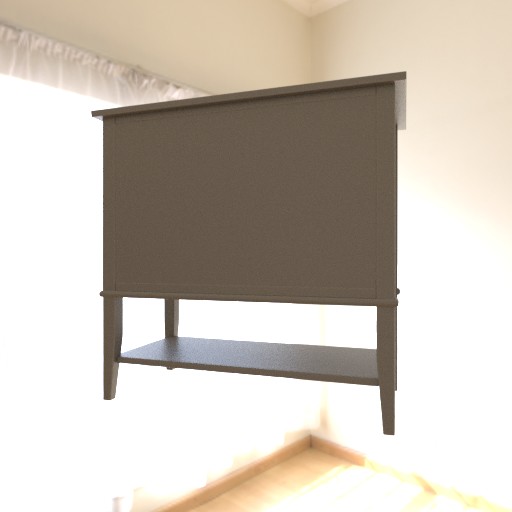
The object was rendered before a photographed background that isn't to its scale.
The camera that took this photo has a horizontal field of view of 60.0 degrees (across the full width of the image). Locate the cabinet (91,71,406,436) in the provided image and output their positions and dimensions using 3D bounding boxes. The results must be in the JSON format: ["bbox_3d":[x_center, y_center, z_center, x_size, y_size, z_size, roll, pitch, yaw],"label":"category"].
[{"bbox_3d":[0.000,0.000,1.248,0.801,0.780,0.396,0,0,19],"label":"cabinet"}]
